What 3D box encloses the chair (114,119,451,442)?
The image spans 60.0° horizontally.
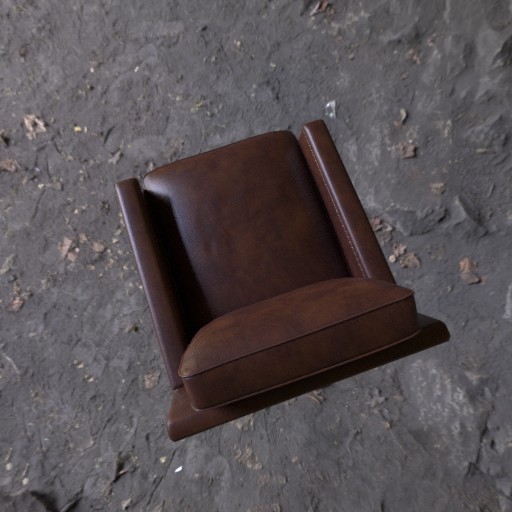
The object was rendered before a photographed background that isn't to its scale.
[{"bbox_3d":[0.000,0.000,1.684,0.853,0.929,1.014,-19,76,-5],"label":"chair"}]
